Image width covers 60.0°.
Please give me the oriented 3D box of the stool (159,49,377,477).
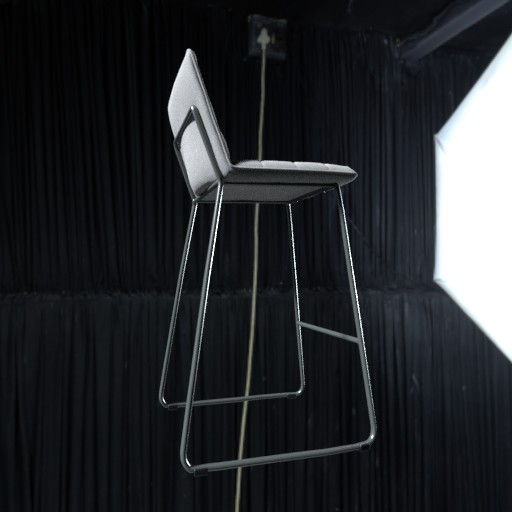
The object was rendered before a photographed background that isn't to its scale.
[{"bbox_3d":[0.000,0.000,1.257,0.490,0.960,0.490,0,-2,-18],"label":"stool"}]
